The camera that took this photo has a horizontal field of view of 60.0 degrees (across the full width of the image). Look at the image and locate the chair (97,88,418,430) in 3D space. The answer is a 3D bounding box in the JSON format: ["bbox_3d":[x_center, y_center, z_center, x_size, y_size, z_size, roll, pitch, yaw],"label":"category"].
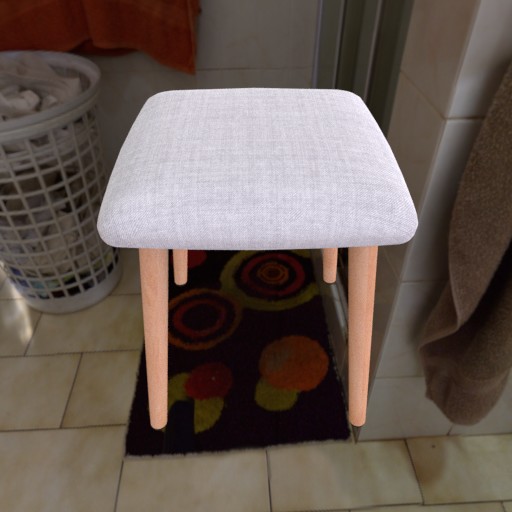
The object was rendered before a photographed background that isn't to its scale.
[{"bbox_3d":[0.000,0.000,0.689,0.350,0.440,0.350,-1,42,-1],"label":"chair"}]
